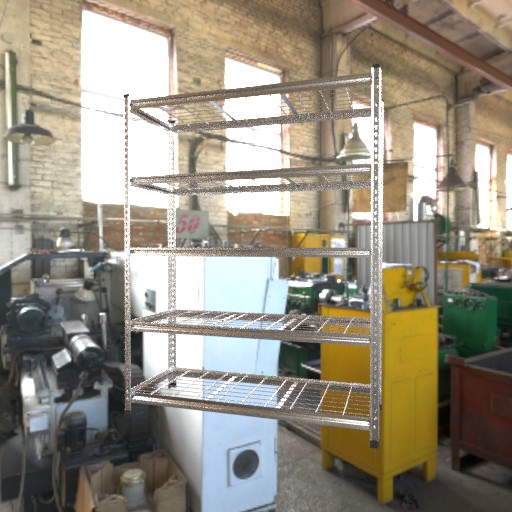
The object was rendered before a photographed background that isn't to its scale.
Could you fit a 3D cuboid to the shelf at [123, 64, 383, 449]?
[{"bbox_3d":[0.000,0.000,2.793,1.524,1.981,0.610,0,1,17],"label":"shelf"}]
